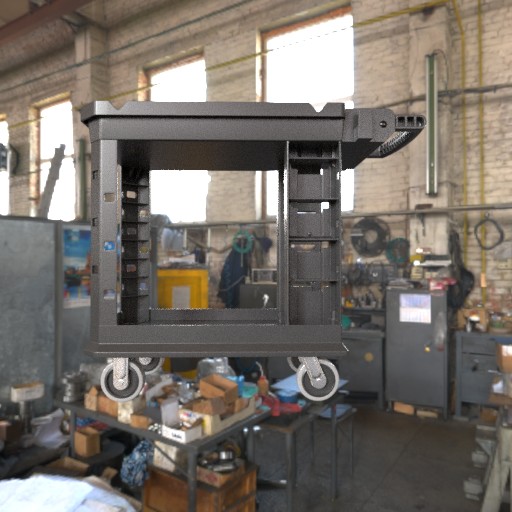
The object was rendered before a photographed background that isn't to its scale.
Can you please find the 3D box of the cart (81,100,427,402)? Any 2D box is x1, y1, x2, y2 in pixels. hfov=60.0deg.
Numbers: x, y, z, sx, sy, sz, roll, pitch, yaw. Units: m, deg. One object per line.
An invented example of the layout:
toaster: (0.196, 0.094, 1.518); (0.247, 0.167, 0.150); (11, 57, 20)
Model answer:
cart: (0.000, 0.000, 1.521); (1.061, 0.884, 0.497); (0, -1, -1)
